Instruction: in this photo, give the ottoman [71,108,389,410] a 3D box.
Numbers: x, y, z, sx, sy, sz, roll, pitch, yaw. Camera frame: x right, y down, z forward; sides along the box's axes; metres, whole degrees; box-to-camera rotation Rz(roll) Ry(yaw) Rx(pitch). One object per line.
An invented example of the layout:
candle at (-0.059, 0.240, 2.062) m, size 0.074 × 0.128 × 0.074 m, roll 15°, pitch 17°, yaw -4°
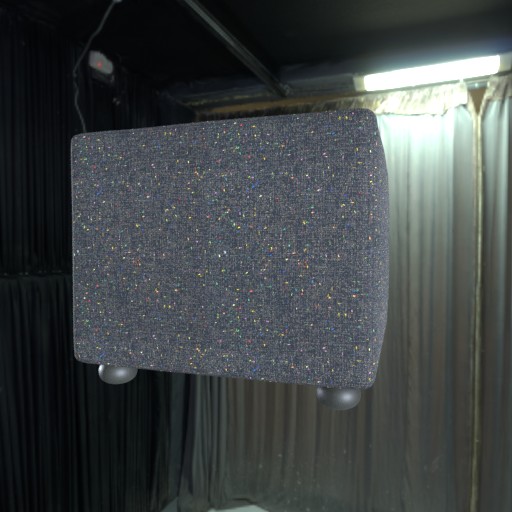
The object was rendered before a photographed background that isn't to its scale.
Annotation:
ottoman at (0.000, 0.000, 0.891) m, size 0.508 × 0.432 × 0.508 m, roll 0°, pitch 1°, yaw 18°
